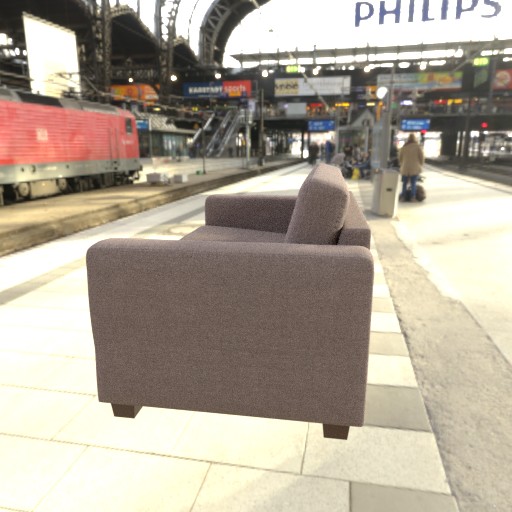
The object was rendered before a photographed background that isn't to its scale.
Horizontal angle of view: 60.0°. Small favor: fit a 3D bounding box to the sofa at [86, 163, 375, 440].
[{"bbox_3d":[0.000,0.000,2.023,0.900,0.800,1.520,2,14,9],"label":"sofa"}]
